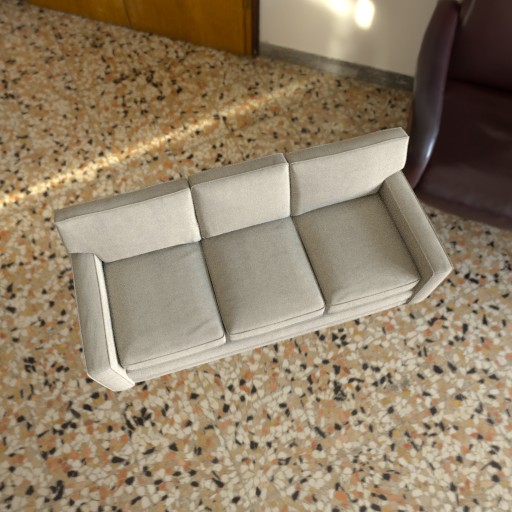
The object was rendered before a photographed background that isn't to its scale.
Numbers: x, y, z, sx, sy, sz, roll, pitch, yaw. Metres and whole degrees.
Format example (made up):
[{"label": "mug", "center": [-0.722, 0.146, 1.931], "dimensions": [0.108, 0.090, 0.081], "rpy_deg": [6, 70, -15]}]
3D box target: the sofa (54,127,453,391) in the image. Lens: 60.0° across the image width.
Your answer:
[{"label": "sofa", "center": [0.000, 0.000, 2.683], "dimensions": [2.093, 0.862, 0.936], "rpy_deg": [-15, 65, -7]}]
